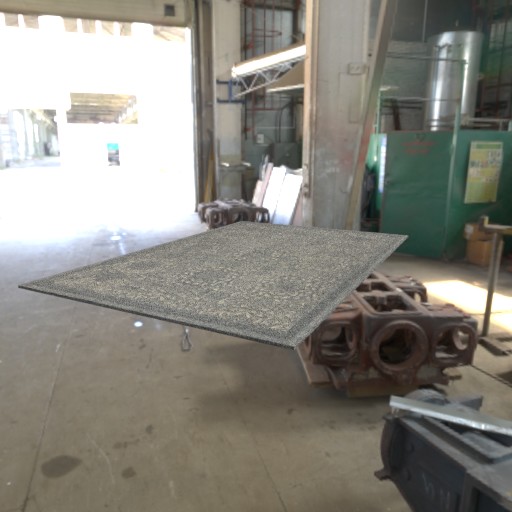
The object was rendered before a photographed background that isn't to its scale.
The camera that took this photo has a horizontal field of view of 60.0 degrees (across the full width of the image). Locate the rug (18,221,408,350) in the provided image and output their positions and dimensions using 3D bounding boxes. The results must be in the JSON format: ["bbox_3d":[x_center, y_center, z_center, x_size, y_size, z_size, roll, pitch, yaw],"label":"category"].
[{"bbox_3d":[0.000,0.000,2.292,1.208,0.012,1.819,7,16,27],"label":"rug"}]
